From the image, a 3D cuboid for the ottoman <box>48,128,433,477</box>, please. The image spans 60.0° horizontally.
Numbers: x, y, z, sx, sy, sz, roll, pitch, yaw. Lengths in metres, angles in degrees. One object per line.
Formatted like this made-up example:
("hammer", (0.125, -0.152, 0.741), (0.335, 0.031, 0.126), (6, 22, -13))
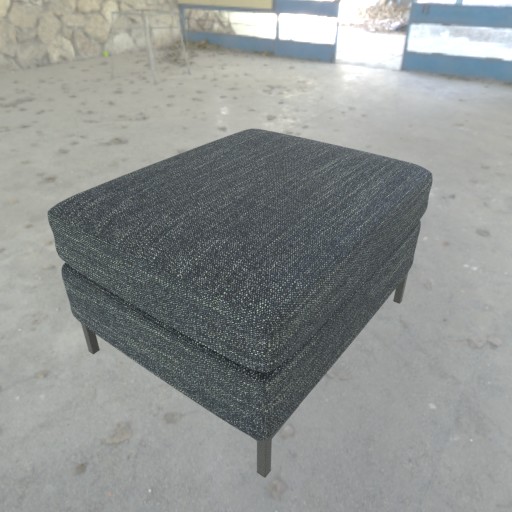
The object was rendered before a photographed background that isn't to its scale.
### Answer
("ottoman", (0.000, 0.000, 1.225), (0.667, 0.491, 0.814), (22, 39, 31))
